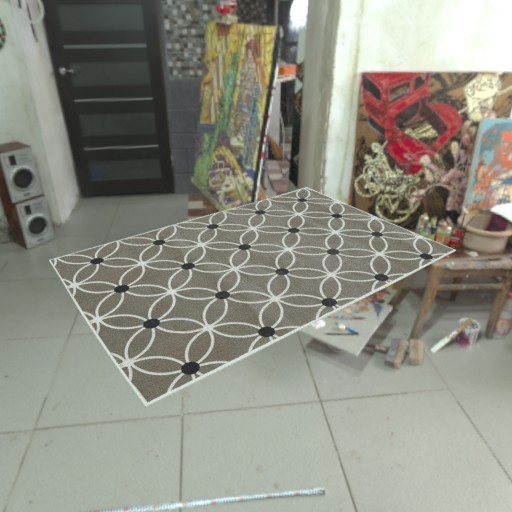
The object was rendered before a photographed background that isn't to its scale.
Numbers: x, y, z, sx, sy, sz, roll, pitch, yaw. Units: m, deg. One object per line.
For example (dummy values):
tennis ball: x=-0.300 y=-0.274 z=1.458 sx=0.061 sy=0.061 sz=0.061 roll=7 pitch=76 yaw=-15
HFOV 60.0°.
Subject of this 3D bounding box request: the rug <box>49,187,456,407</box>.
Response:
rug: x=0.000 y=0.000 z=2.959 sx=2.284 sy=0.008 sz=1.522 roll=-20 pitch=35 yaw=-31
